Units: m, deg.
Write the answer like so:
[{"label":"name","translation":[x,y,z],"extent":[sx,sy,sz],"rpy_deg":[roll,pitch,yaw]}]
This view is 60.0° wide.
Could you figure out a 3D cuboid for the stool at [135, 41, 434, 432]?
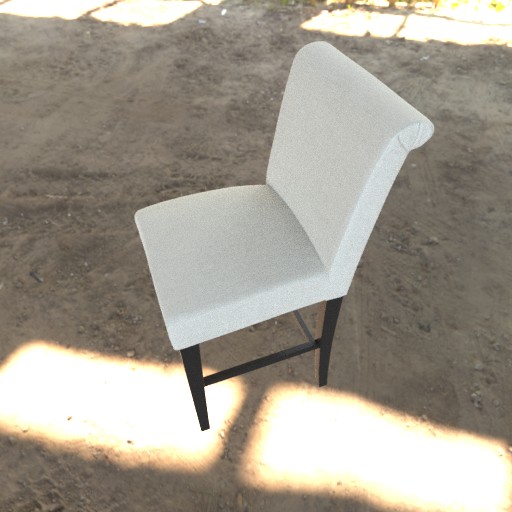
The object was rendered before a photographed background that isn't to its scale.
[{"label":"stool","translation":[0.000,0.000,1.275],"extent":[0.597,0.976,0.452],"rpy_deg":[-15,48,-14]}]
